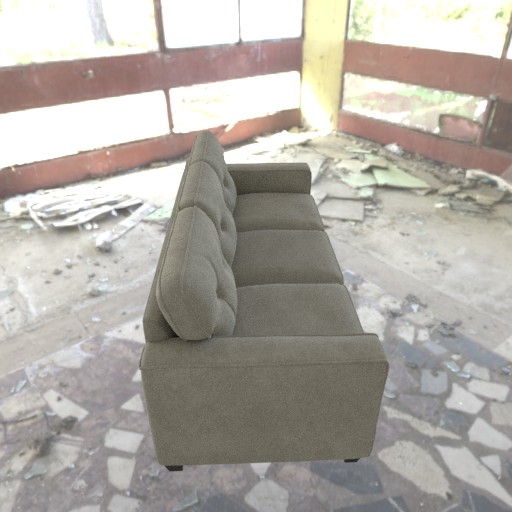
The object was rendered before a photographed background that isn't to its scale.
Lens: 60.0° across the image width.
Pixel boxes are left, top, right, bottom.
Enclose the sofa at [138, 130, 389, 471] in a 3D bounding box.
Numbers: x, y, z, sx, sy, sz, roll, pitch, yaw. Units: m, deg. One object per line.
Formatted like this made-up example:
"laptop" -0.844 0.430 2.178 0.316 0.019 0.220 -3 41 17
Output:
"sofa" 0.000 0.000 2.578 0.939 0.965 2.133 -1 31 -2
